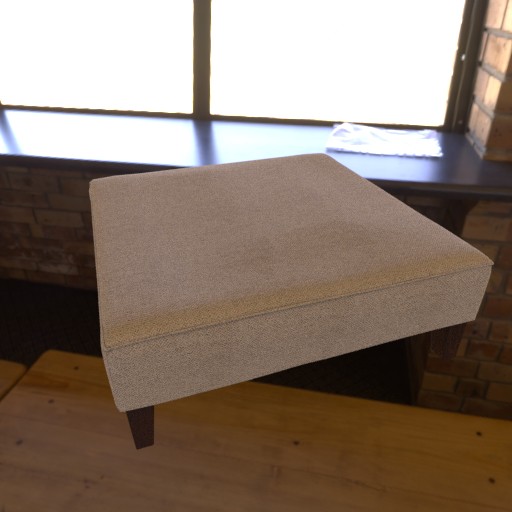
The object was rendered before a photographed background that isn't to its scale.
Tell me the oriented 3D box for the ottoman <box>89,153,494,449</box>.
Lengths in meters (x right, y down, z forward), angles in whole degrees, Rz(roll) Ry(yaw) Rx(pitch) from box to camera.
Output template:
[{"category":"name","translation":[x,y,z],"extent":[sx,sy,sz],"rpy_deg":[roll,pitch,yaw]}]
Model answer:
[{"category":"ottoman","translation":[0.000,0.000,1.464],"extent":[0.982,0.381,0.973],"rpy_deg":[-10,32,-17]}]
